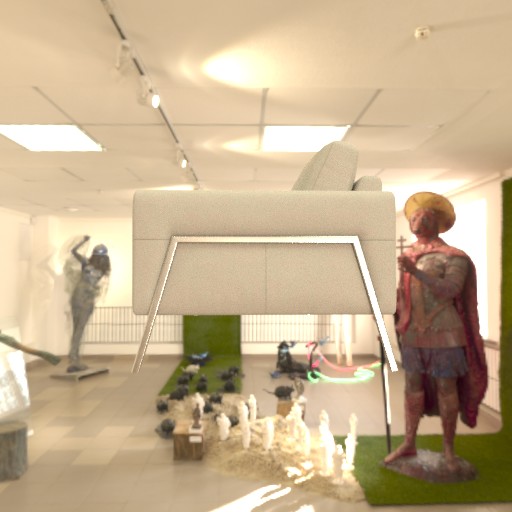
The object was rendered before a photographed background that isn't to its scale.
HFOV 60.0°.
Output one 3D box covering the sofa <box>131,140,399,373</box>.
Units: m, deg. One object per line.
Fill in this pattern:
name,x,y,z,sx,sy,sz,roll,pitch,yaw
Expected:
sofa,0.000,0.000,2.552,0.953,0.875,2.017,0,-2,-2
